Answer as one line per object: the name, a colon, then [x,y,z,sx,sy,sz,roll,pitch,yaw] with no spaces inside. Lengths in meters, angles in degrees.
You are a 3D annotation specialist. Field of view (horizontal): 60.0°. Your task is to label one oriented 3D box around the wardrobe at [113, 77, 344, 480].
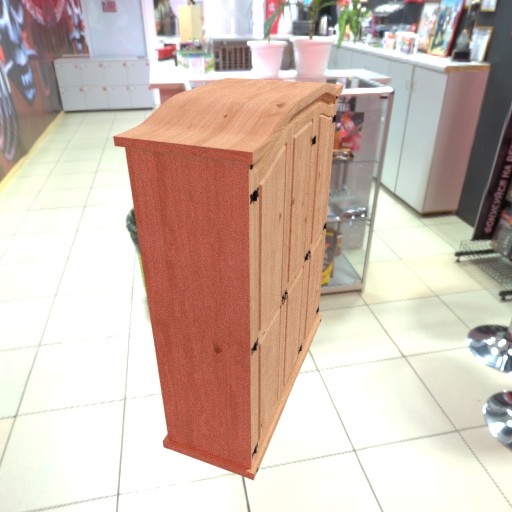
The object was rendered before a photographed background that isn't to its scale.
wardrobe: [0.000,0.000,2.612,0.570,1.870,1.500,11,32,18]
